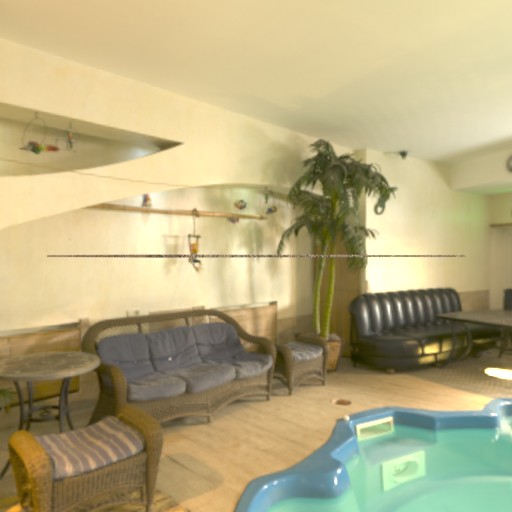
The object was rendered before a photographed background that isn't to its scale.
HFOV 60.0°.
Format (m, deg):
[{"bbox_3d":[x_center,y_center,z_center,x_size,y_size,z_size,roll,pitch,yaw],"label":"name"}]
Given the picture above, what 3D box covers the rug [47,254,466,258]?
[{"bbox_3d":[0.000,0.000,4.244,3.204,0.017,2.448,0,0,-37],"label":"rug"}]
